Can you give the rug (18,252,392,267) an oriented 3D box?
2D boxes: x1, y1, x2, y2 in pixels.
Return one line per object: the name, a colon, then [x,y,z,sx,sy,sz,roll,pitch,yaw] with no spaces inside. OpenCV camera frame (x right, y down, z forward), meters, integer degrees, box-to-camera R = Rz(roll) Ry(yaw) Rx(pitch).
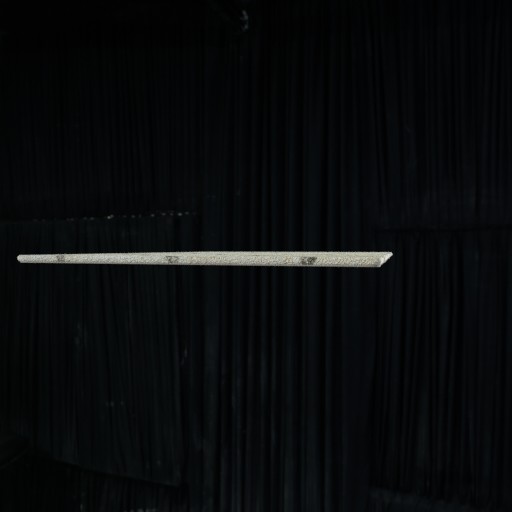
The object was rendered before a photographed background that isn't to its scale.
rug: [0.000,0.000,2.080,1.200,0.025,1.600,0,1,18]
